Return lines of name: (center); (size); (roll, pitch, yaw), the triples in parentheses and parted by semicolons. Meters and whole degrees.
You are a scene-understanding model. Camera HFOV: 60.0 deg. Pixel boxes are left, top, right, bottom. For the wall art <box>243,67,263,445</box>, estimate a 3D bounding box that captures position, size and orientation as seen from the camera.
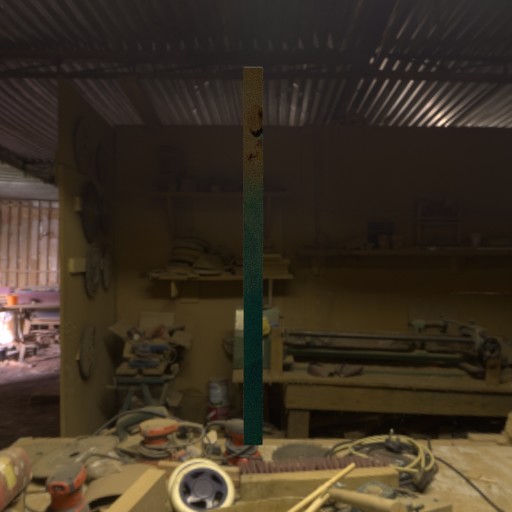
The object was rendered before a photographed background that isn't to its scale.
wall art: (0.000, 0.000, 1.467); (0.040, 0.769, 1.136); (0, 0, 1)
